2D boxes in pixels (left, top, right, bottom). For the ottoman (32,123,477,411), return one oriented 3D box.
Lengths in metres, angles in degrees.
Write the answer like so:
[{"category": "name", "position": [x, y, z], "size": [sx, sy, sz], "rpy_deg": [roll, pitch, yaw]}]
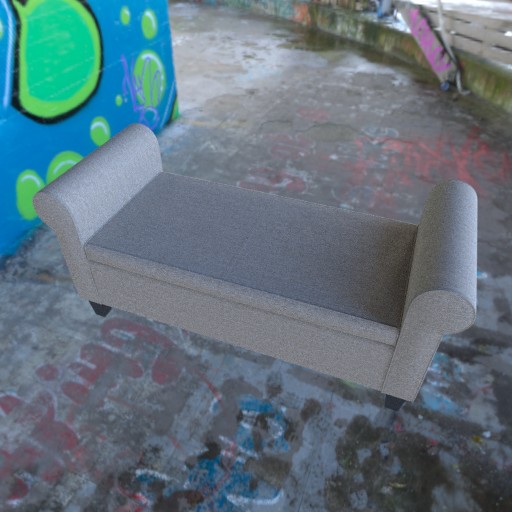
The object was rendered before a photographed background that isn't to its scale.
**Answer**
[{"category": "ottoman", "position": [0.000, 0.000, 1.486], "size": [1.256, 0.547, 0.521], "rpy_deg": [14, 43, 16]}]
